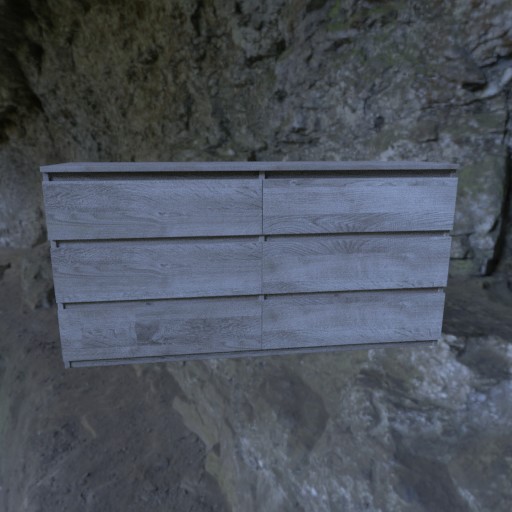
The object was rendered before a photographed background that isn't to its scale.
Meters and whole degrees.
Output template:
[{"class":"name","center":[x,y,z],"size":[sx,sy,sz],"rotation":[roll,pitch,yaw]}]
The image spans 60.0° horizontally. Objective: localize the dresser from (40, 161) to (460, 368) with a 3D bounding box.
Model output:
[{"class":"dresser","center":[0.000,0.000,1.941],"size":[1.590,0.795,0.390],"rotation":[-2,14,-8]}]
